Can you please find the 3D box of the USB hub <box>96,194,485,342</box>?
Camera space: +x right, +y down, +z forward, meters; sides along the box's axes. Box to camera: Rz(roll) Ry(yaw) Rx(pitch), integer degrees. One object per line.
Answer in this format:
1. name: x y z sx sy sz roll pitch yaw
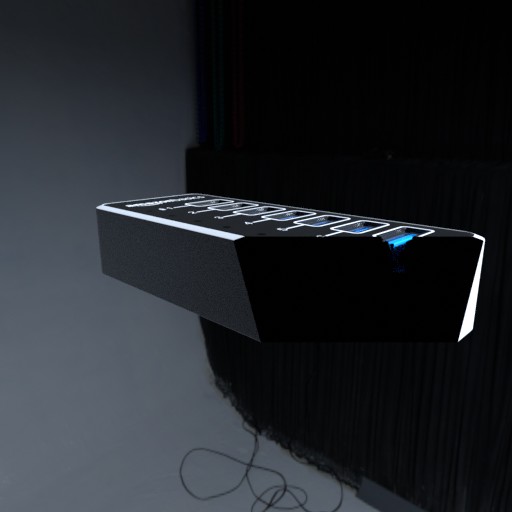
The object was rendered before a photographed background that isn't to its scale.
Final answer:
1. USB hub: 0.000 0.000 0.128 0.110 0.023 0.044 14 21 42
